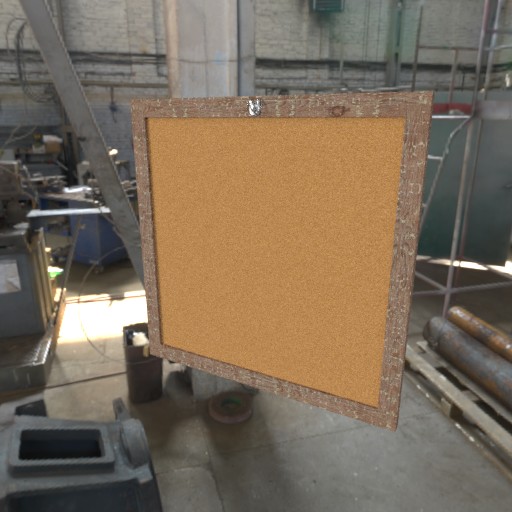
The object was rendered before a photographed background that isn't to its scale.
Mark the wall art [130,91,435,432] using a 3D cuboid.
[{"bbox_3d":[0.000,0.000,0.560,0.380,0.380,0.022,9,19,27],"label":"wall art"}]
